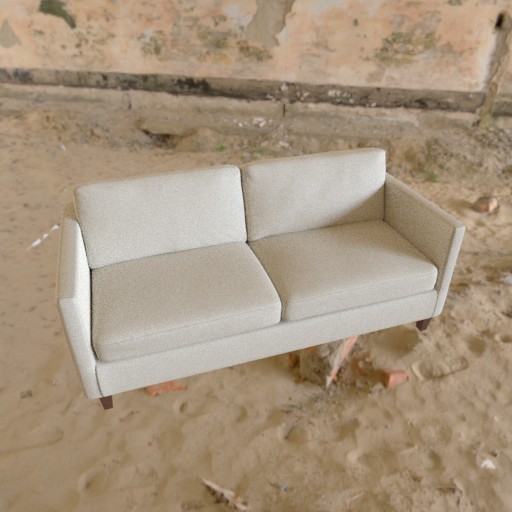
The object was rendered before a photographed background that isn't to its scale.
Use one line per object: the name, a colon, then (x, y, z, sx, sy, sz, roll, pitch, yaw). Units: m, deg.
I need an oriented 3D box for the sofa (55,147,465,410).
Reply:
sofa: (0.000, 0.000, 2.485, 1.981, 0.889, 0.965, -10, 34, -15)
